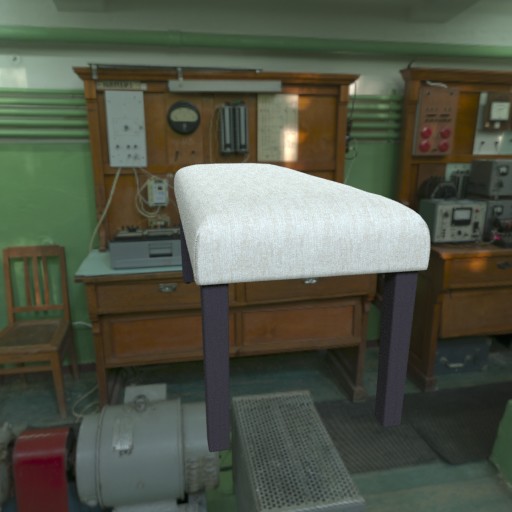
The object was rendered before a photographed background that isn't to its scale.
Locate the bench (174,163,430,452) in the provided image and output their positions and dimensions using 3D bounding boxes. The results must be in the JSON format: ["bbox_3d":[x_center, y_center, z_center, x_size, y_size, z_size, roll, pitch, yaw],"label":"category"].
[{"bbox_3d":[0.000,0.000,1.235,0.407,0.456,1.013,-3,16,-11],"label":"bench"}]
